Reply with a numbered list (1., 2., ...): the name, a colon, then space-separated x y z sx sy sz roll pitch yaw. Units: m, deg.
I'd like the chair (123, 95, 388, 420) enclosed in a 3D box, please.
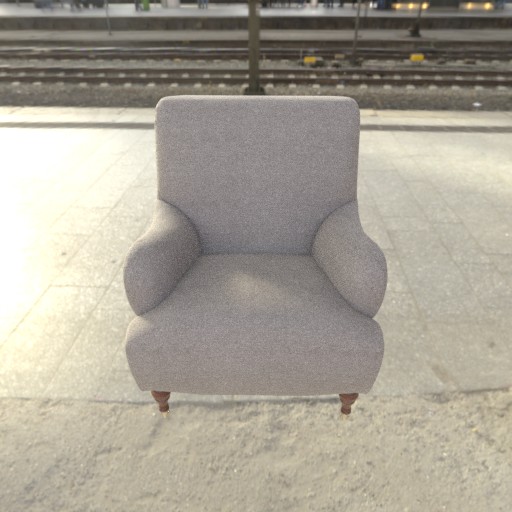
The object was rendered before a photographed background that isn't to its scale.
1. chair: 0.000 0.000 1.543 0.766 0.942 0.843 0 31 1
